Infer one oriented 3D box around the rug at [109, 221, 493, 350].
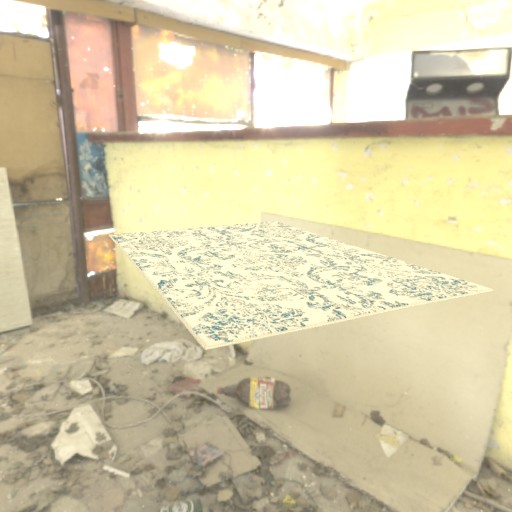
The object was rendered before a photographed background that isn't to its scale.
[{"bbox_3d":[0.000,0.000,2.306,1.213,0.012,1.831,-7,15,-25],"label":"rug"}]
